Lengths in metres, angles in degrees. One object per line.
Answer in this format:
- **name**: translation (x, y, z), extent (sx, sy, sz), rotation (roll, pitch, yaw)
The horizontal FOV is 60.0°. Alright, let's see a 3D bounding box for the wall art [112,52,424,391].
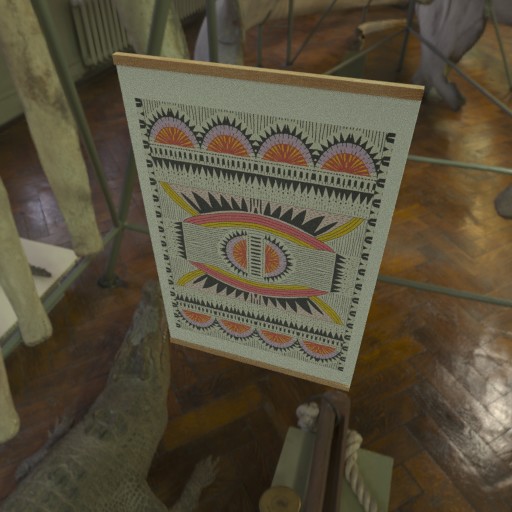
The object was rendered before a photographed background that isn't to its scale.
- **wall art**: translation (0.000, 0.000, 1.872), extent (0.999, 1.533, 0.028), rotation (12, 43, 14)
